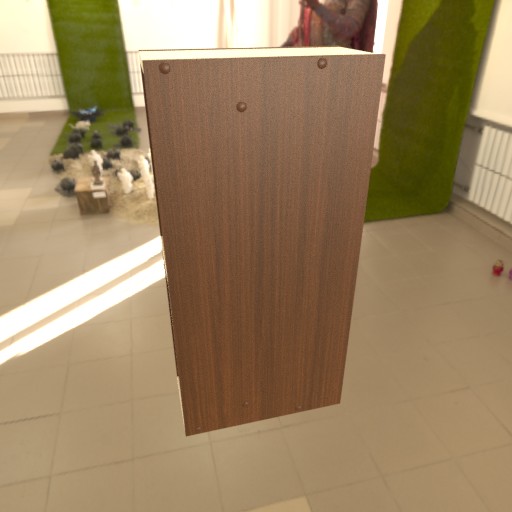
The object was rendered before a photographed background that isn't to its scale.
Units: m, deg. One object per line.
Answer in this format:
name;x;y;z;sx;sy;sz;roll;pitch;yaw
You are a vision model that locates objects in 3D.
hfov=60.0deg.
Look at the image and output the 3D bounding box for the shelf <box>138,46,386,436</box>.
shelf;0.000;0.000;0.715;0.290;0.600;0.147;-7;30;-13
